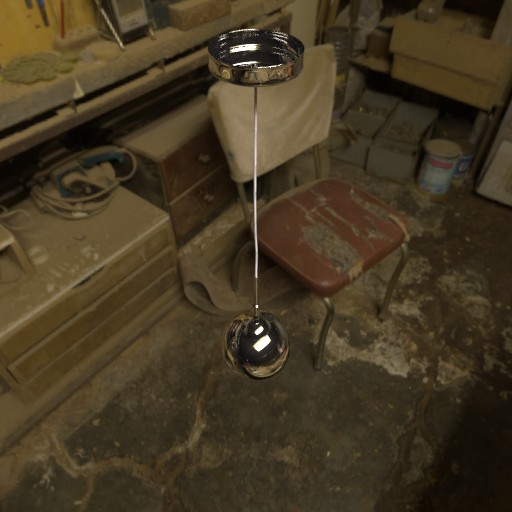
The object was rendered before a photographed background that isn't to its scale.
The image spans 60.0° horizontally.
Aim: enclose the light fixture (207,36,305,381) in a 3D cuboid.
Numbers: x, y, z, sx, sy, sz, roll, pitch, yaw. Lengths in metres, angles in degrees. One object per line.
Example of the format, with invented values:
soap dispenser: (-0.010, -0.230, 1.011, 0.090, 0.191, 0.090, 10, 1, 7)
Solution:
light fixture: (0.000, 0.000, 1.685, 0.336, 1.538, 0.336, 32, 54, 27)
